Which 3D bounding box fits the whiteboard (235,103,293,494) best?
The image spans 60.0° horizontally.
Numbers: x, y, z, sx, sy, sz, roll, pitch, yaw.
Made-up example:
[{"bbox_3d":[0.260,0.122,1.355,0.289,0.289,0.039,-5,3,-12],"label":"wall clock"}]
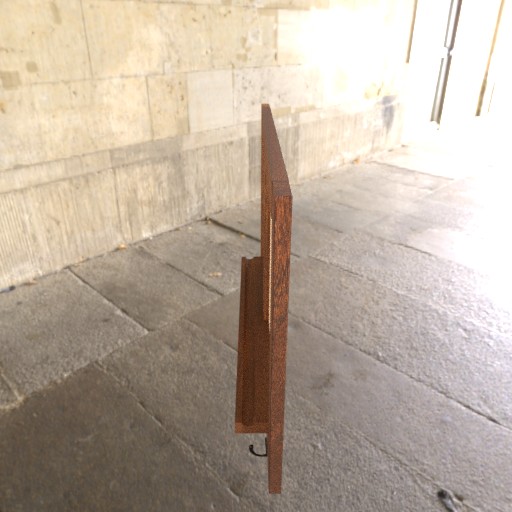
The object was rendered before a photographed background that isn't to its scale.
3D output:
[{"bbox_3d":[0.000,0.000,1.016,0.083,0.559,0.783,0,27,-1],"label":"whiteboard"}]
